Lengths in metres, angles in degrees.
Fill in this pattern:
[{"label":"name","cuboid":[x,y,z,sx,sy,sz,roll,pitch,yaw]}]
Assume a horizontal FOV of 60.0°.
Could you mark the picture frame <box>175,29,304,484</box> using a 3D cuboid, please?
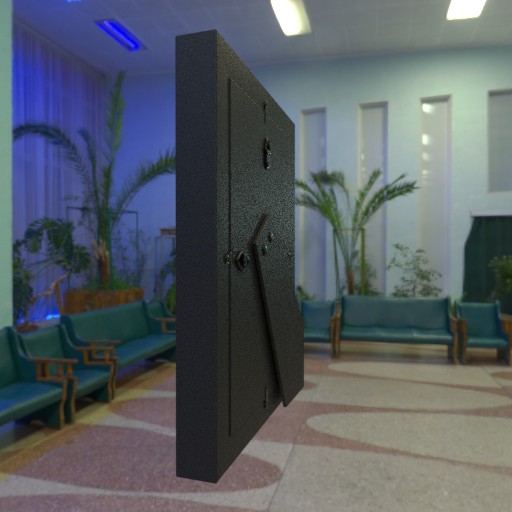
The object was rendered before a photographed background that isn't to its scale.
[{"label":"picture frame","cuboid":[0.000,0.000,0.279,0.028,0.208,0.157,0,0,18]}]
